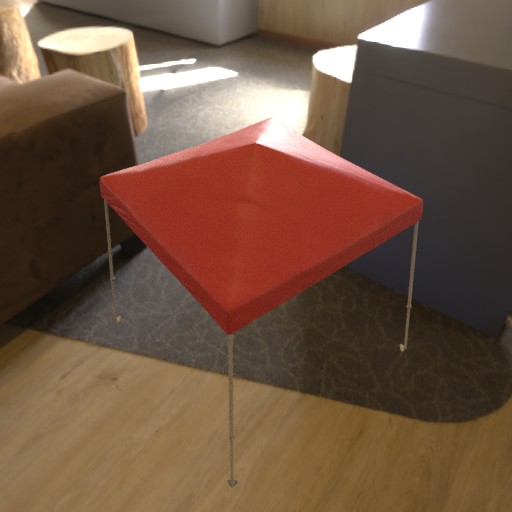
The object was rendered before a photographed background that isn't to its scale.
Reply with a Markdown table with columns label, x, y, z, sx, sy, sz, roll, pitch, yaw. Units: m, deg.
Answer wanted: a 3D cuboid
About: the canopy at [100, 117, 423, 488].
| label | x | y | z | sx | sy | sz | roll | pitch | yaw |
| --- | --- | --- | --- | --- | --- | --- | --- | --- | --- |
| canopy | 0.000 | 0.000 | 6.446 | 3.599 | 3.600 | 3.600 | -28 | 49 | -27 |
